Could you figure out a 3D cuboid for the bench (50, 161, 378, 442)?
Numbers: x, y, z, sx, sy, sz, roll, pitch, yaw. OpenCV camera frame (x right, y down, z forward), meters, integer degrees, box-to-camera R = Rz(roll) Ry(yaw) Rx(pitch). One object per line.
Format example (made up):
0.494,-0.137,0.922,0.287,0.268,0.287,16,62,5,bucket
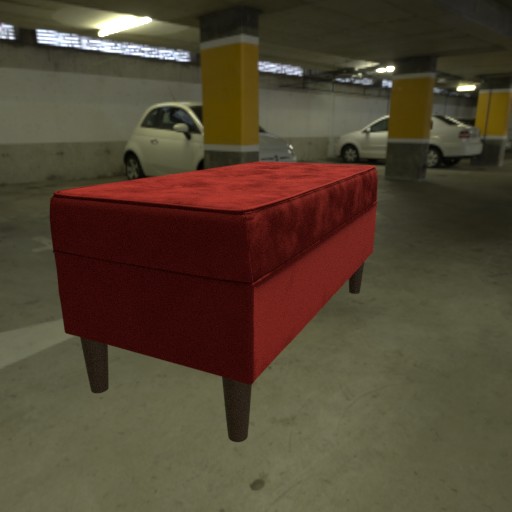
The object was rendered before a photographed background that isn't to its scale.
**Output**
0.000,0.000,1.302,0.492,0.471,1.016,8,18,25,bench
